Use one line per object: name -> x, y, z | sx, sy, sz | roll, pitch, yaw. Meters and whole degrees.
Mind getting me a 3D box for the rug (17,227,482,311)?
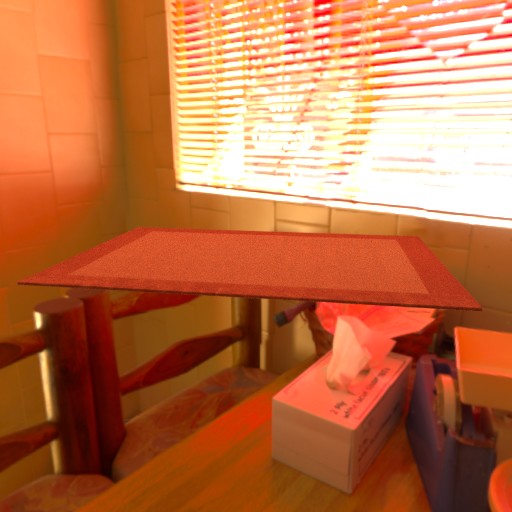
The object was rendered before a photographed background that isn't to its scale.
rug -> 0.000, 0.000, 2.291 | 1.829, 0.014, 1.219 | 2, 15, 9
